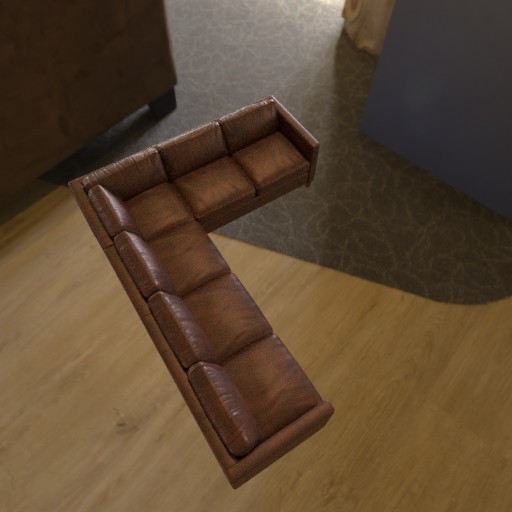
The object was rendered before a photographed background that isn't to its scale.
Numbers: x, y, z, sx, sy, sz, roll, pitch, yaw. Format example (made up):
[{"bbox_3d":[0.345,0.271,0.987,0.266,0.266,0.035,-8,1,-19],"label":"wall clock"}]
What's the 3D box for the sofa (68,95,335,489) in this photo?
[{"bbox_3d":[0.000,0.000,4.252,2.438,0.836,3.152,-29,63,-16],"label":"sofa"}]
